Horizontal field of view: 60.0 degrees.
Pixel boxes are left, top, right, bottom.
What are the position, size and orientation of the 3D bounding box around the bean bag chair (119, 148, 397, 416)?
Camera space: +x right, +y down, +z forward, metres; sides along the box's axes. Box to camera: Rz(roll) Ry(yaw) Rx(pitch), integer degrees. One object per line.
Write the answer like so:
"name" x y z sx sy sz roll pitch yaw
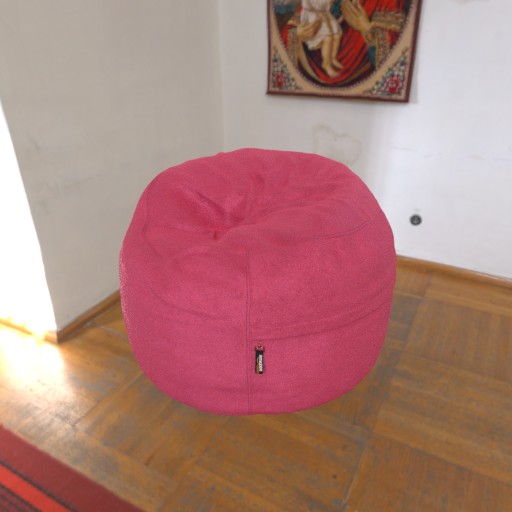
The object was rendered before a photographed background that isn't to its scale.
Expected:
"bean bag chair" 0.000 0.000 2.008 1.218 0.788 1.218 0 29 0
